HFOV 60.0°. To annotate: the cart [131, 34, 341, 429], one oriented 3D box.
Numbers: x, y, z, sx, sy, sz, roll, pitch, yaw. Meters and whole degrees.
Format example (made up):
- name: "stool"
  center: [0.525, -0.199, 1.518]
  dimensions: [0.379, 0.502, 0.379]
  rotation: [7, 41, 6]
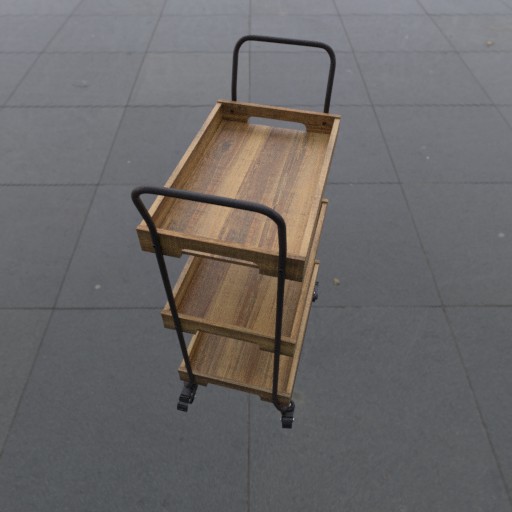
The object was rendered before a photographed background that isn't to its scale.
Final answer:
- name: "cart"
  center: [0.000, 0.000, 1.133]
  dimensions: [0.339, 0.857, 0.583]
  rotation: [11, 48, 10]
